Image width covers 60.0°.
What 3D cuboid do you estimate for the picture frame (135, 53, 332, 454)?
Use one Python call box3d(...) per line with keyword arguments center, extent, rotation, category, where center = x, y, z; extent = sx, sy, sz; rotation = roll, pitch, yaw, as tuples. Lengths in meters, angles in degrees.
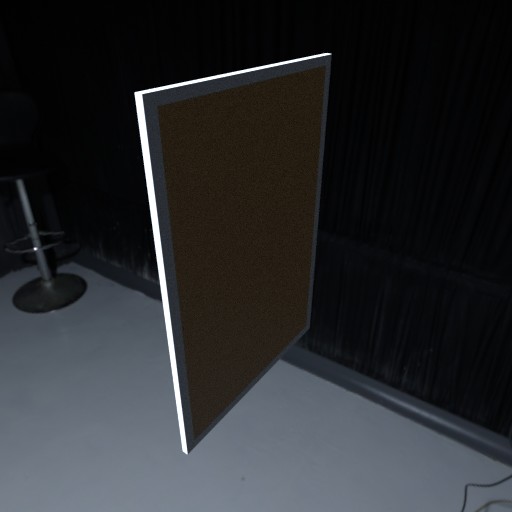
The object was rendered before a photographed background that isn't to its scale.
box3d(center=(0.000, 0.000, 0.836), extent=(0.013, 0.657, 0.457), rotation=(21, 37, 30), category="picture frame")
